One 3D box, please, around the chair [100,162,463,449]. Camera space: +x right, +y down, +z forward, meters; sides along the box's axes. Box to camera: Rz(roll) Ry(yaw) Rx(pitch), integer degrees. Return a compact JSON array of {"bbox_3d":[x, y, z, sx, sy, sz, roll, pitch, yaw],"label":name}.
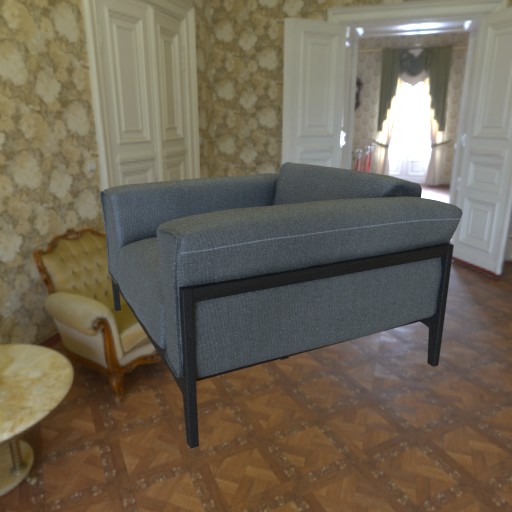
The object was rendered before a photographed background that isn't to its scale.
[{"bbox_3d":[0.000,0.000,1.691,0.969,0.646,1.056,-8,18,-26],"label":"chair"}]
